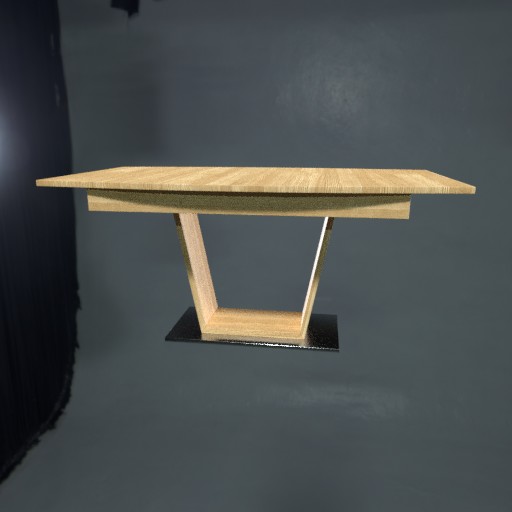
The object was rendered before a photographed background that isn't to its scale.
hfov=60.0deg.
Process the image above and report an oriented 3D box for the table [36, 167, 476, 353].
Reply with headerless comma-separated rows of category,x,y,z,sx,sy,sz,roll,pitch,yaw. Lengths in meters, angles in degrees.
table,0.000,0.000,2.058,1.598,0.748,0.900,2,15,8
